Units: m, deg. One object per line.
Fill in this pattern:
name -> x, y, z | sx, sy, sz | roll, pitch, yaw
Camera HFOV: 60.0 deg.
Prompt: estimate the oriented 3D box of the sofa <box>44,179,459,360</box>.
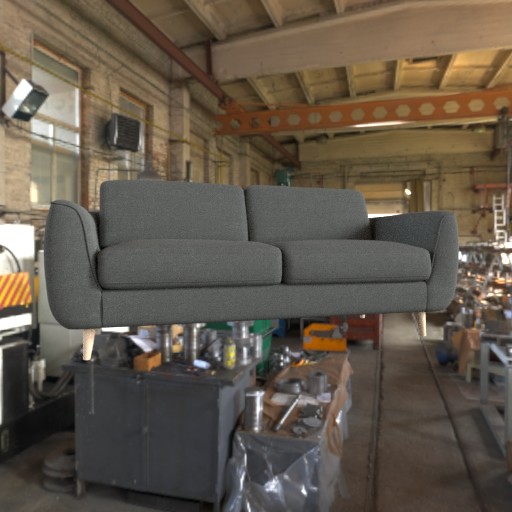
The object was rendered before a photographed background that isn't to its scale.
sofa -> 0.000, 0.000, 2.412 | 2.000, 0.850, 0.920 | 0, 1, -17
